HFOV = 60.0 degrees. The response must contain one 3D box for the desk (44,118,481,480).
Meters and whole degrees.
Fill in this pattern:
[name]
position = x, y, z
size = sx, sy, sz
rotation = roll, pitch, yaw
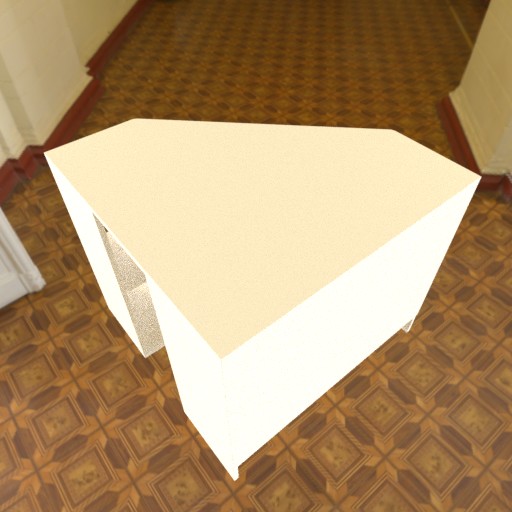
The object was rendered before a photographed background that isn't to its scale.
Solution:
[desk]
position = 0.000, 0.000, 1.634
size = 0.940, 0.818, 0.926
rotation = -31, 55, -25
